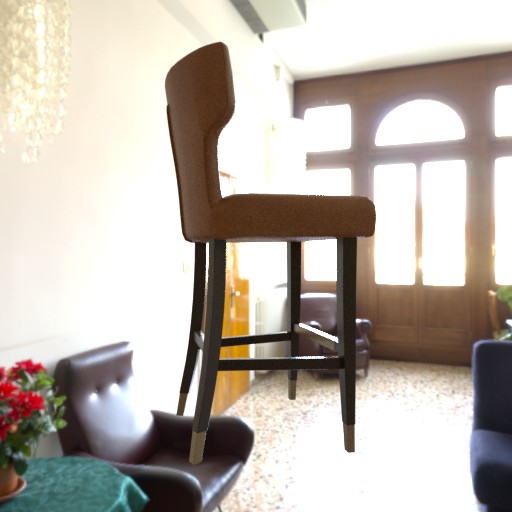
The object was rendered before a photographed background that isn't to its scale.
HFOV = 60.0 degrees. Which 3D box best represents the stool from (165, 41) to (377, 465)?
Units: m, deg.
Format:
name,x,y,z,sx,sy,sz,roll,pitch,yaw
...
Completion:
name,x,y,z,sx,sy,sz,roll,pitch,yaw
stool,0.000,0.000,1.401,0.563,1.092,0.526,0,0,-16
